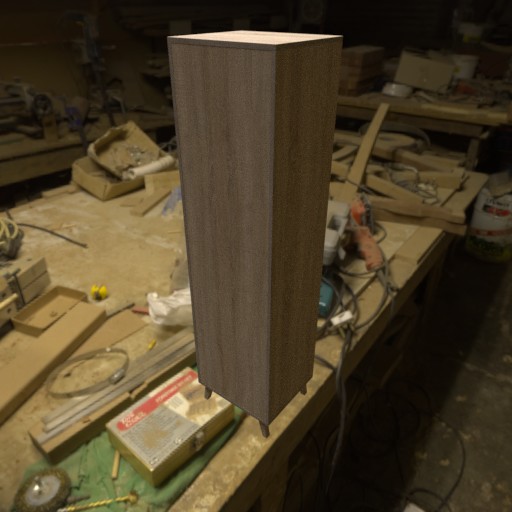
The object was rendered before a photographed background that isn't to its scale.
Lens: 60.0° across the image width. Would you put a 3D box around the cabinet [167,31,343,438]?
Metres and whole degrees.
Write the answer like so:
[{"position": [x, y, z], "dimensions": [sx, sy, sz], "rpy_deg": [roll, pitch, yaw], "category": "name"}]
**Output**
[{"position": [0.000, 0.000, 2.203], "dimensions": [0.510, 1.960, 0.450], "rpy_deg": [21, 36, 32], "category": "cabinet"}]
